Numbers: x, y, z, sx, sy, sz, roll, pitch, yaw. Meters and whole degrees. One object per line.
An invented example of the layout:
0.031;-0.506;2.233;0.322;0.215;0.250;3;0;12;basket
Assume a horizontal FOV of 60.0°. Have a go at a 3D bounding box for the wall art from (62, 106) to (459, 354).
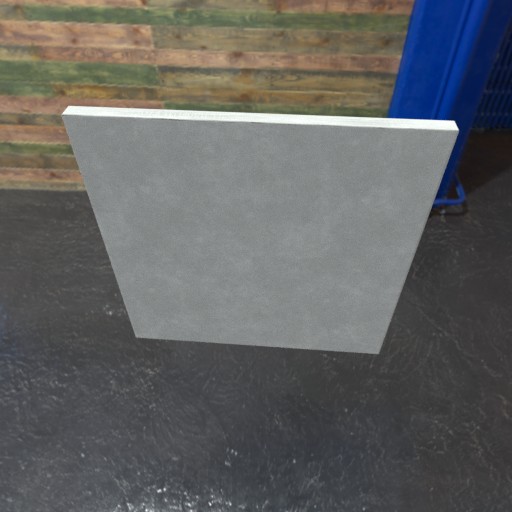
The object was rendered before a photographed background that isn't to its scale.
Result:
0.000;0.000;0.449;0.303;0.303;0.015;3;45;3;wall art
